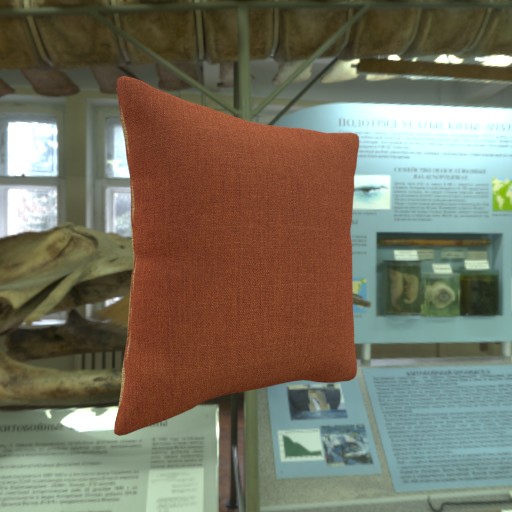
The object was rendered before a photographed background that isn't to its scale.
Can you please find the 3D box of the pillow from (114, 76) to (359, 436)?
[{"bbox_3d":[0.000,0.000,0.661,0.429,0.434,0.159,0,0,-37],"label":"pillow"}]
